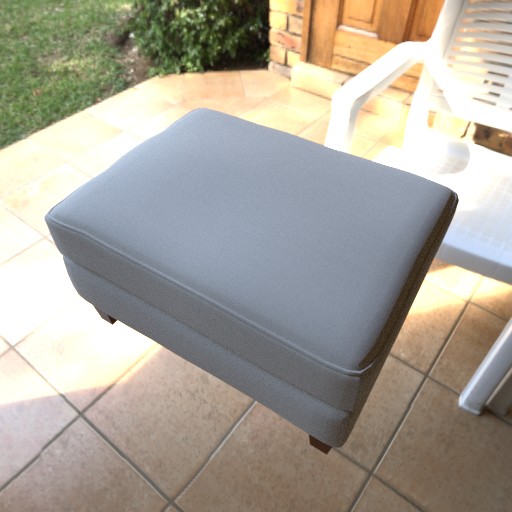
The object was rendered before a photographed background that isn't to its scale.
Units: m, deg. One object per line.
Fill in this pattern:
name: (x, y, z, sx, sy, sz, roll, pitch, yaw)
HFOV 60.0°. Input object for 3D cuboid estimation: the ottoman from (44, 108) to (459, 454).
ottoman: (0.000, 0.000, 1.182, 0.818, 0.479, 0.634, 24, 51, 21)
